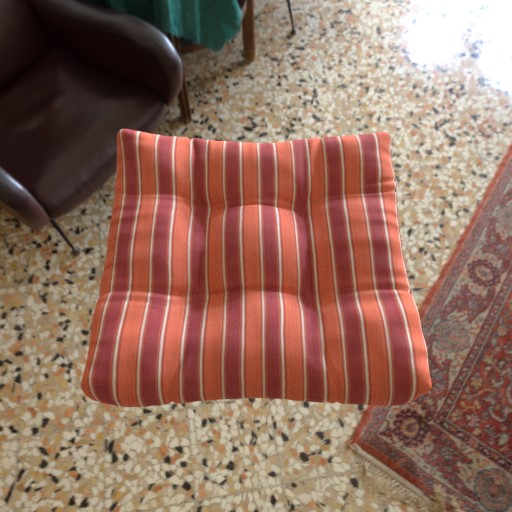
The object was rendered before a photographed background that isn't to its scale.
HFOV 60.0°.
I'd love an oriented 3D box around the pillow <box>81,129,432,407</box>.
[{"bbox_3d":[0.000,0.000,0.722,0.490,0.133,0.468,0,64,0],"label":"pillow"}]
